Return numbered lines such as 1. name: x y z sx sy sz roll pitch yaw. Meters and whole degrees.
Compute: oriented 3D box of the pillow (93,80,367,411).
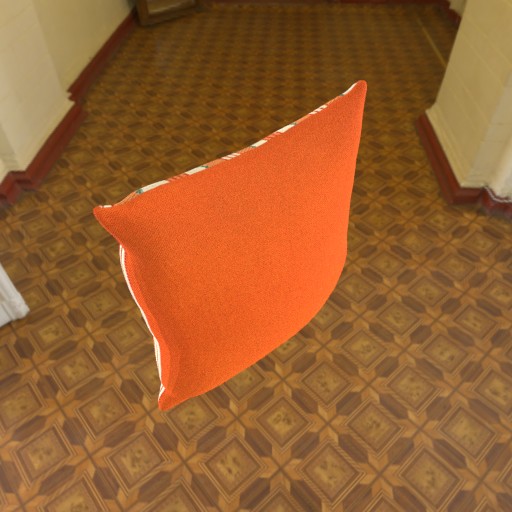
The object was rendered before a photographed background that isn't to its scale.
1. pillow: 0.000 0.000 0.693 0.440 0.441 0.182 -32 53 -28
